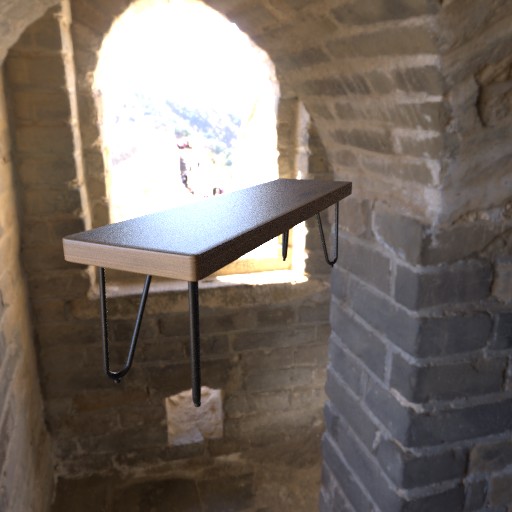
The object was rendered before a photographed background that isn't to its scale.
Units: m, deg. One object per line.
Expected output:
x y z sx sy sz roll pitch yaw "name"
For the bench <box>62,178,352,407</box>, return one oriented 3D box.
0.000 0.000 1.829 0.425 0.462 1.570 7 18 24 "bench"
